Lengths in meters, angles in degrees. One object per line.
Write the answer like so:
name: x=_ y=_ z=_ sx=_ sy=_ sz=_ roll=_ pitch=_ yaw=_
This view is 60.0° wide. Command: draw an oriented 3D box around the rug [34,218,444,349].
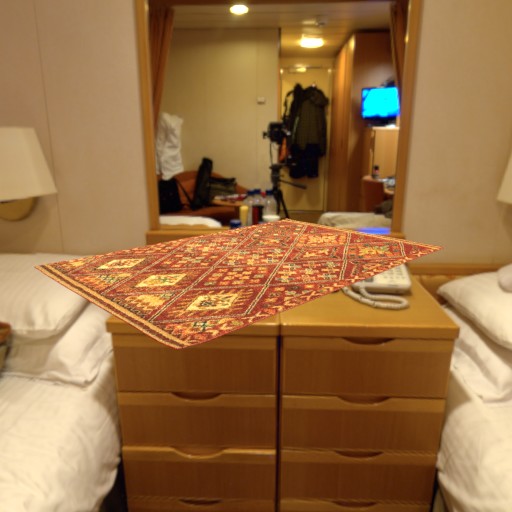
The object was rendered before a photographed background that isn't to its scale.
rug: x=0.000 y=0.000 z=2.922 sx=2.286 sy=0.026 sz=1.521 roll=-14 pitch=21 yaw=-42
